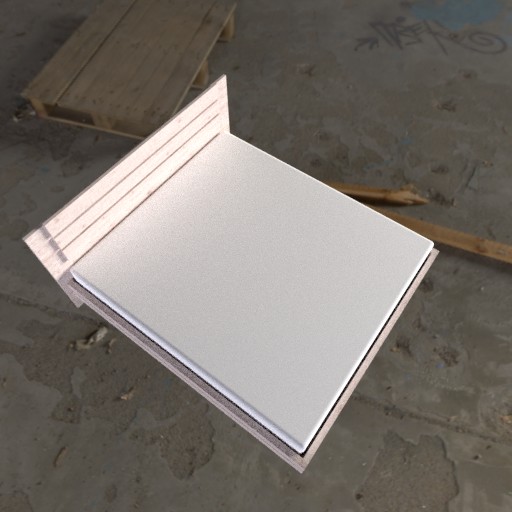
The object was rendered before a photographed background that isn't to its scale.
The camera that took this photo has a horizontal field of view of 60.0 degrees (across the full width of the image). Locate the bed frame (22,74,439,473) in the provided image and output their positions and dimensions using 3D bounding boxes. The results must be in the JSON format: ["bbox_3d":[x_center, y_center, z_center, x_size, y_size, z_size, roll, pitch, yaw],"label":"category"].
[{"bbox_3d":[0.000,0.000,3.168,2.080,0.970,1.950,32,64,18],"label":"bed frame"}]
